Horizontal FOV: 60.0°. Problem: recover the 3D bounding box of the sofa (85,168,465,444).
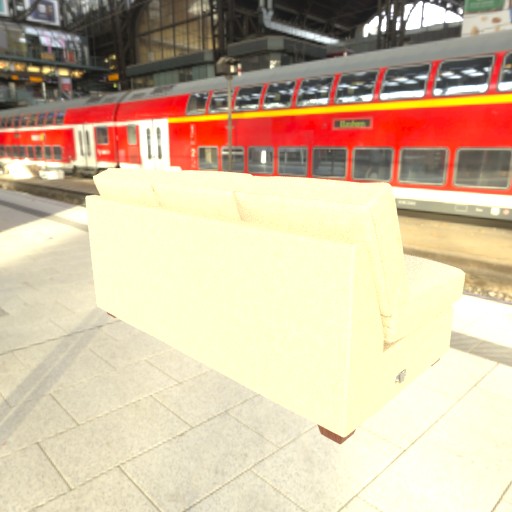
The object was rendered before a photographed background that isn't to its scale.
[{"bbox_3d":[0.000,0.000,2.477,1.962,0.973,1.027,14,20,43],"label":"sofa"}]
